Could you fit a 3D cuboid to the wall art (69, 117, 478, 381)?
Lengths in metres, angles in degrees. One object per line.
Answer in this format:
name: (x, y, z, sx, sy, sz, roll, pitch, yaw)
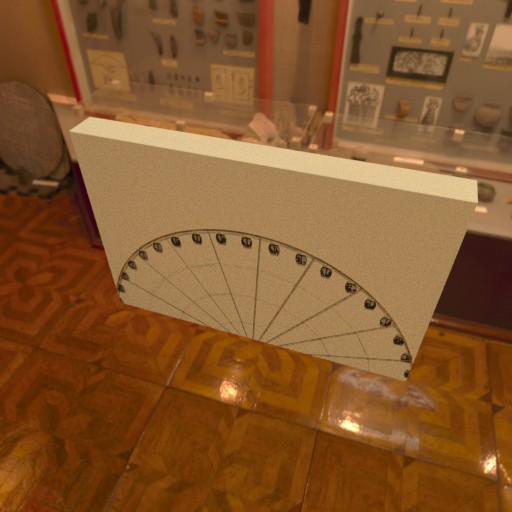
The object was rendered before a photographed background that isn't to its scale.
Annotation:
wall art: (0.000, 0.000, 0.494, 0.384, 0.254, 0.039, 13, 43, 14)
